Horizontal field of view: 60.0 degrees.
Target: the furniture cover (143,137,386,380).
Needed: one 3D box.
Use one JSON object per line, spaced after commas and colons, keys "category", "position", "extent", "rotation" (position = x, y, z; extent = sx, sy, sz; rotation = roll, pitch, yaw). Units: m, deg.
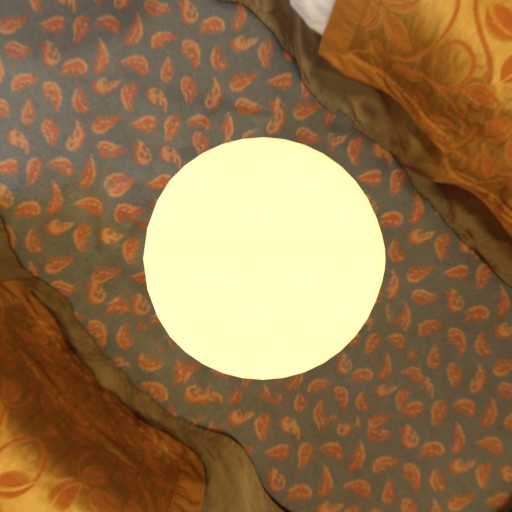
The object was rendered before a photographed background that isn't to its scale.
{"category": "furniture cover", "position": [0.000, 0.000, 2.864], "extent": [0.914, 2.413, 0.914], "rotation": [0, 90, -2]}
